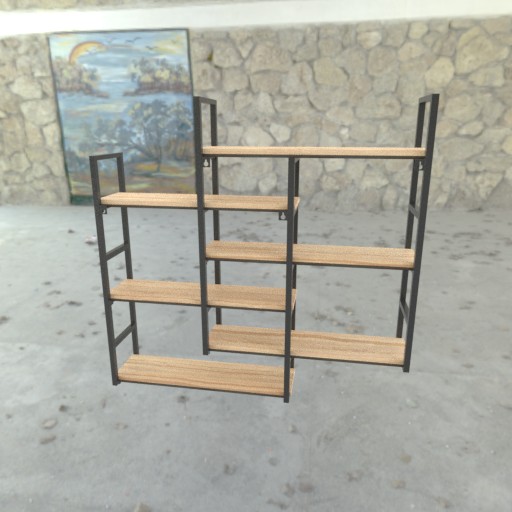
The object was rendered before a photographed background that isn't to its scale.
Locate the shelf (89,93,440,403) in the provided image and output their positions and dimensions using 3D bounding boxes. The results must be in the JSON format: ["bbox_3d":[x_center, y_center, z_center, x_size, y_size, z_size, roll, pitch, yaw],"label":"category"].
[{"bbox_3d":[0.000,0.000,1.368,0.946,0.921,0.183,3,17,9],"label":"shelf"}]
